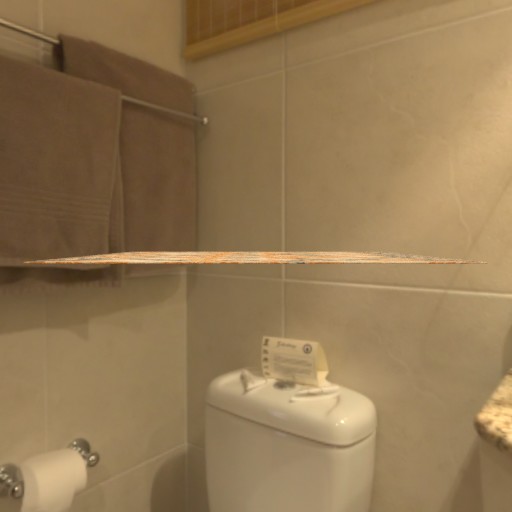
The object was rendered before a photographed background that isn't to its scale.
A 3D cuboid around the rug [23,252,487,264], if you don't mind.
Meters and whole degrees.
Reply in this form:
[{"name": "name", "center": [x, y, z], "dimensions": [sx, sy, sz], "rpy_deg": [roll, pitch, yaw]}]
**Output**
[{"name": "rug", "center": [0.000, 0.000, 4.112], "dimensions": [3.048, 0.010, 2.439], "rpy_deg": [0, 2, 1]}]
